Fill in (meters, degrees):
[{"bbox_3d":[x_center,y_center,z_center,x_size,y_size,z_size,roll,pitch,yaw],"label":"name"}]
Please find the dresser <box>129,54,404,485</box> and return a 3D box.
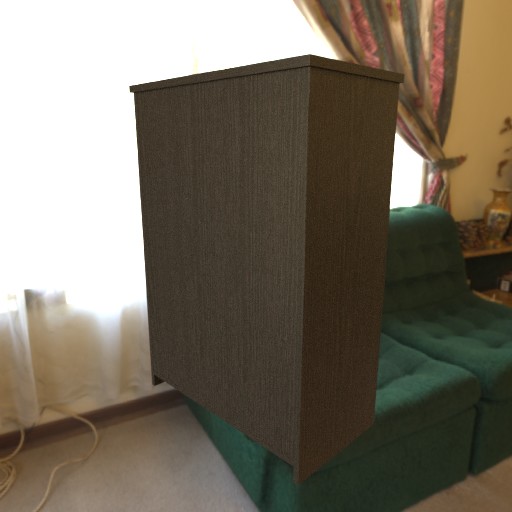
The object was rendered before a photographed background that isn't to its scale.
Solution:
[{"bbox_3d":[0.000,0.000,1.375,0.399,1.020,0.704,-14,20,-43],"label":"dresser"}]
